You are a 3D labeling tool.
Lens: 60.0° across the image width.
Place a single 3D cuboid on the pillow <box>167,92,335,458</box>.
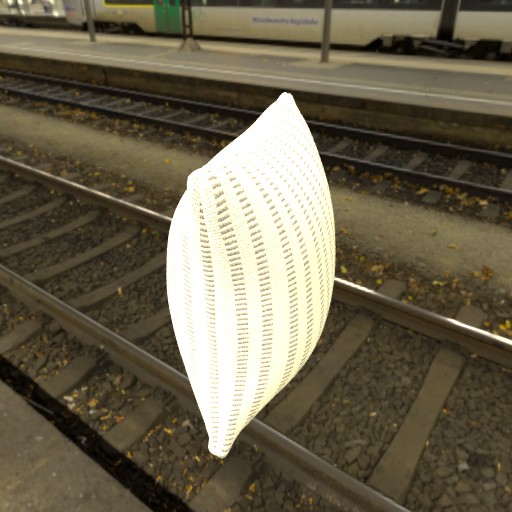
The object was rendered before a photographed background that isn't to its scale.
[{"bbox_3d":[0.000,0.000,0.697,0.247,0.419,0.438,8,31,13],"label":"pillow"}]
